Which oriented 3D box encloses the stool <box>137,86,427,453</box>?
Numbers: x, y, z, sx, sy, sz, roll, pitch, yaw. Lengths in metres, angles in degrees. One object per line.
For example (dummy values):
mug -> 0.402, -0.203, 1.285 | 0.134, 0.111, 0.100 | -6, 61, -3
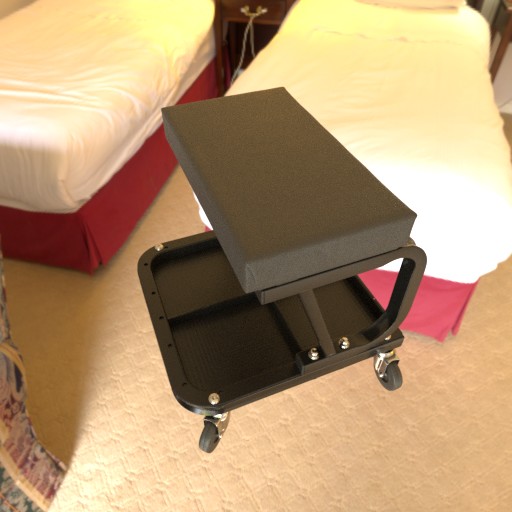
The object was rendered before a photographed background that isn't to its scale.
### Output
stool -> 0.000, 0.000, 0.720 | 0.371, 0.380, 0.446 | -16, 47, -16
